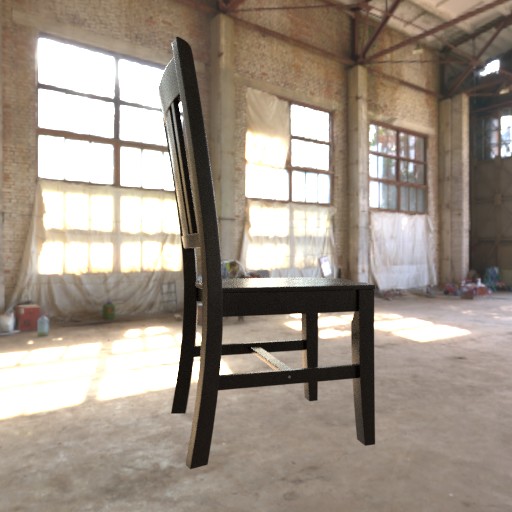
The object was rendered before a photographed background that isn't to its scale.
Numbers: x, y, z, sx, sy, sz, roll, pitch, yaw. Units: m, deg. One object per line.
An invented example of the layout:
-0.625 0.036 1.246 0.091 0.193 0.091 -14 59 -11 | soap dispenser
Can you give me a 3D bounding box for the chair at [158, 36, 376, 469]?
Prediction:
0.000 0.000 1.292 0.555 0.998 0.450 0 0 -16 | chair
